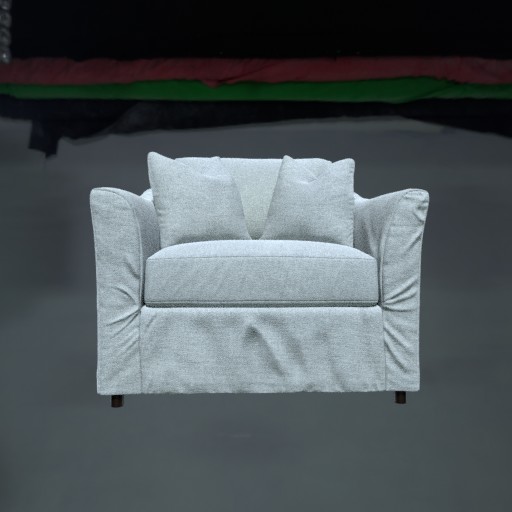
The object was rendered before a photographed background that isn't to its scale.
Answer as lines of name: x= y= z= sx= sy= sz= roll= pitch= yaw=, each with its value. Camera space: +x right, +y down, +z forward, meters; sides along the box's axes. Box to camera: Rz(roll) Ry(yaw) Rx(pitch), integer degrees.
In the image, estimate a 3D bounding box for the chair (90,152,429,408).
chair: x=0.000 y=0.000 z=2.045 sx=1.194 sy=1.059 sz=1.071 roll=0 pitch=-2 yaw=-2
